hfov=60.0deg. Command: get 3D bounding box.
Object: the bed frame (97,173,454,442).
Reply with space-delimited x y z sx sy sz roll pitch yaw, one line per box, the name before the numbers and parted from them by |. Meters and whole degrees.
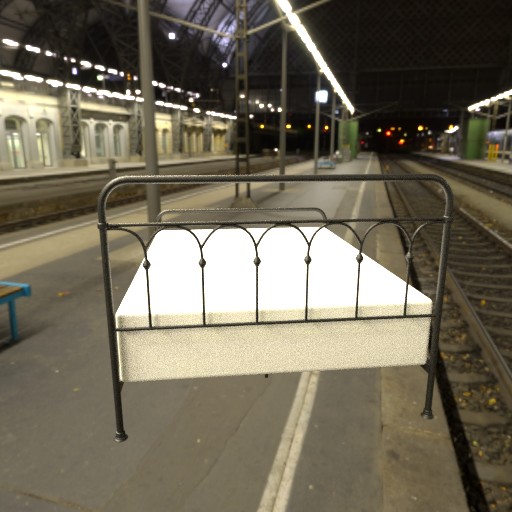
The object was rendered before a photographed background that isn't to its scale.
bed frame | 0.000 0.000 3.154 1.664 1.276 2.203 -2 14 -6
